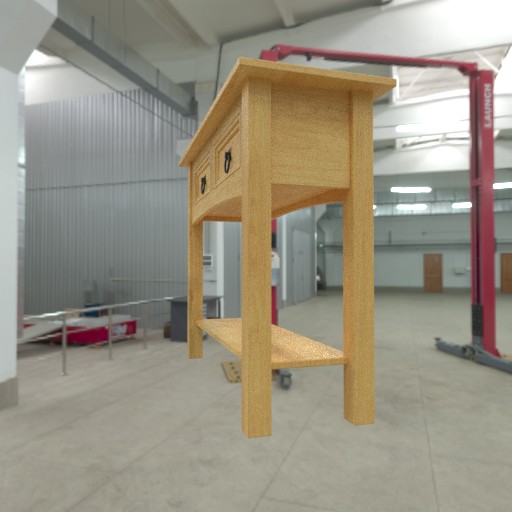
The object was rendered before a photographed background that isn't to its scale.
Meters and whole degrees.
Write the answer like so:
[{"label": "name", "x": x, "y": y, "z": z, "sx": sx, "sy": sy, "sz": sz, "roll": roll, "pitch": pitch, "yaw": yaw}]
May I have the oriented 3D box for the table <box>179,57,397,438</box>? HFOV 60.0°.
[{"label": "table", "x": 0.000, "y": 0.000, "z": 1.299, "sx": 0.340, "sy": 0.728, "sz": 0.900, "roll": 0, "pitch": -1, "yaw": -17}]
